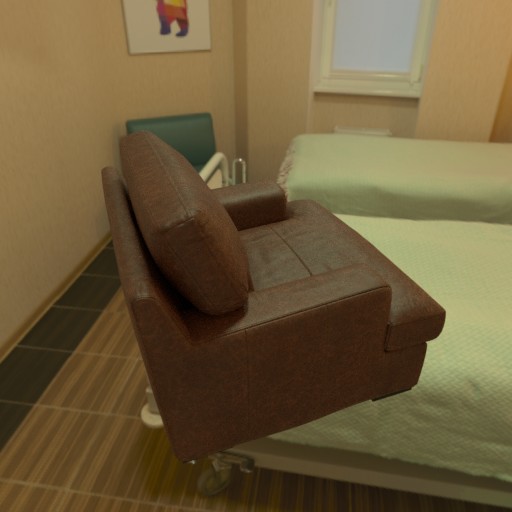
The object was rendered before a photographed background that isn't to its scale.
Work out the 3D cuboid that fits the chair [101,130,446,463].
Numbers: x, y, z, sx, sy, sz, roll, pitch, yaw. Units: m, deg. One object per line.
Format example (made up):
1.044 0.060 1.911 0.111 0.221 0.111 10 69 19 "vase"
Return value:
0.000 0.000 1.919 1.143 0.939 1.168 -11 32 -17 "chair"
